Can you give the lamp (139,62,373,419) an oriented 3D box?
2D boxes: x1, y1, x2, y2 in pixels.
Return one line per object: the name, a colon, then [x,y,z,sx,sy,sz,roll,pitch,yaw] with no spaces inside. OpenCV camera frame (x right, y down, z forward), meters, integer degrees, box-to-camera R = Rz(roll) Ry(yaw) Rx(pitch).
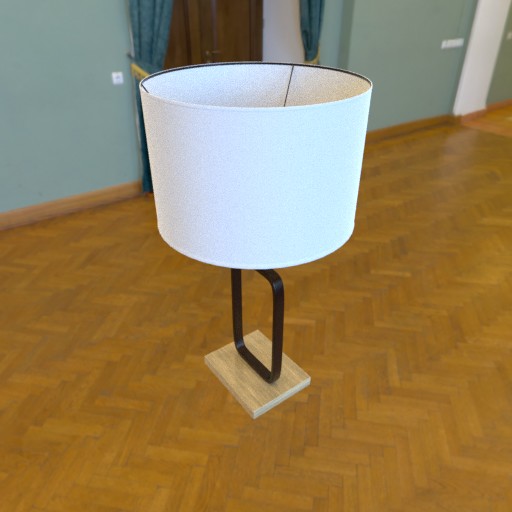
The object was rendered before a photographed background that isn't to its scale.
lamp: [0.000,0.000,0.677,0.279,0.508,0.279,-21,38,-30]
